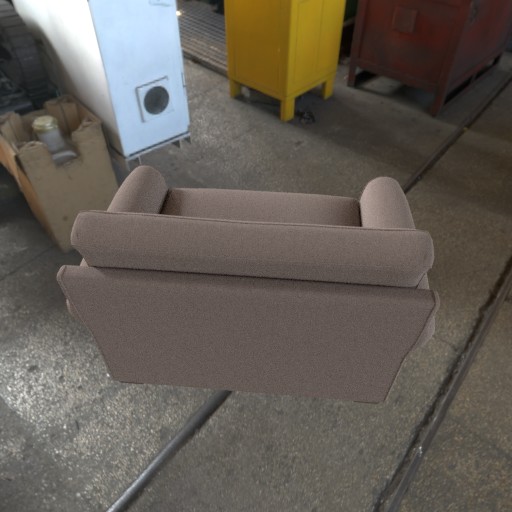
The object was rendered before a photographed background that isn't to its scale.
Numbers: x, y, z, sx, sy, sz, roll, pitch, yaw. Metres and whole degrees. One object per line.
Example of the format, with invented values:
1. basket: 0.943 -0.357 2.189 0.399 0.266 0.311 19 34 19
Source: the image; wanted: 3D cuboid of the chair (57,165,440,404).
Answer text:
1. chair: 0.000 0.000 2.005 1.390 0.930 0.930 4 46 4
